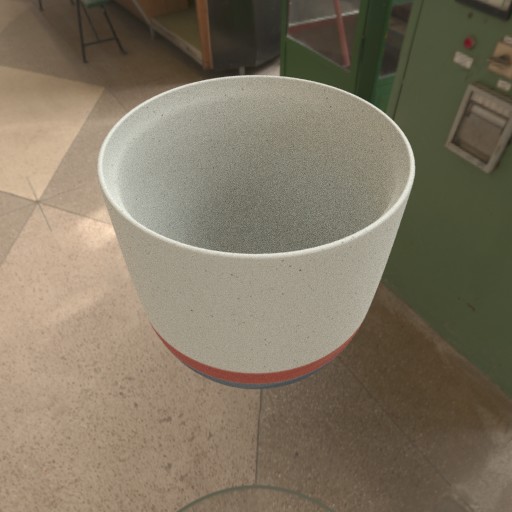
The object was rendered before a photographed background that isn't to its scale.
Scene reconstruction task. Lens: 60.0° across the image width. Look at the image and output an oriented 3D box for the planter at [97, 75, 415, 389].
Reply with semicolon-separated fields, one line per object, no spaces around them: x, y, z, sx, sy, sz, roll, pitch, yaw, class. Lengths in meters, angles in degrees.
0.000;0.000;0.369;0.204;0.214;0.204;0;47;0;planter
